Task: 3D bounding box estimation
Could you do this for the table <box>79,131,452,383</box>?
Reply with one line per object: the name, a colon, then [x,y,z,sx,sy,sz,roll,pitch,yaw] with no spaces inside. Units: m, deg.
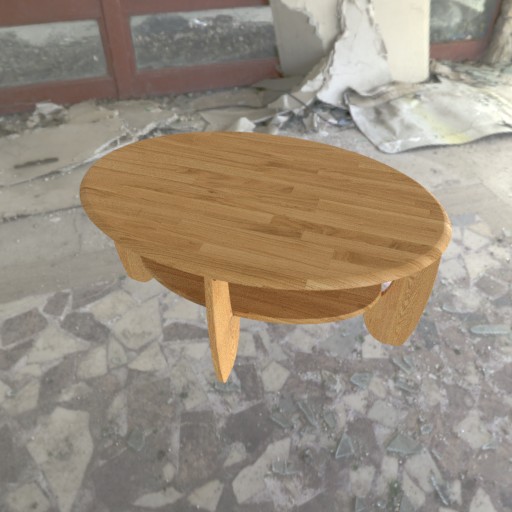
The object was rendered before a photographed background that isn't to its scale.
table: [0.000,0.000,1.381,1.040,0.490,0.690,13,43,14]
